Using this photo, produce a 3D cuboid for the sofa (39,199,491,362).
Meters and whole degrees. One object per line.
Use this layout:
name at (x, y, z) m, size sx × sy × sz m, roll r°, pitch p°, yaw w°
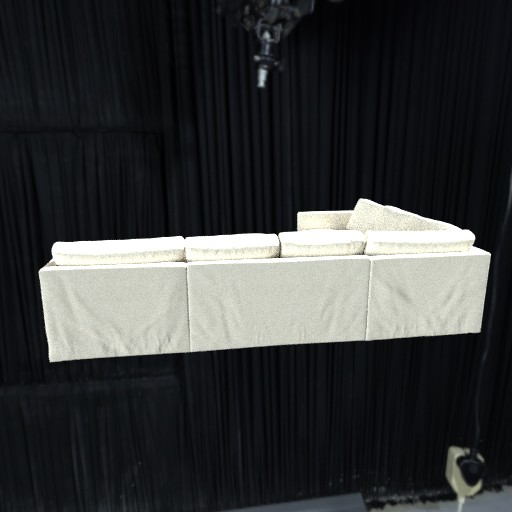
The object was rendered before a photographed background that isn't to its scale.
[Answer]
sofa at (0.000, 0.000, 4.513) m, size 3.460 × 0.882 × 2.427 m, roll -2°, pitch 14°, yaw -8°
